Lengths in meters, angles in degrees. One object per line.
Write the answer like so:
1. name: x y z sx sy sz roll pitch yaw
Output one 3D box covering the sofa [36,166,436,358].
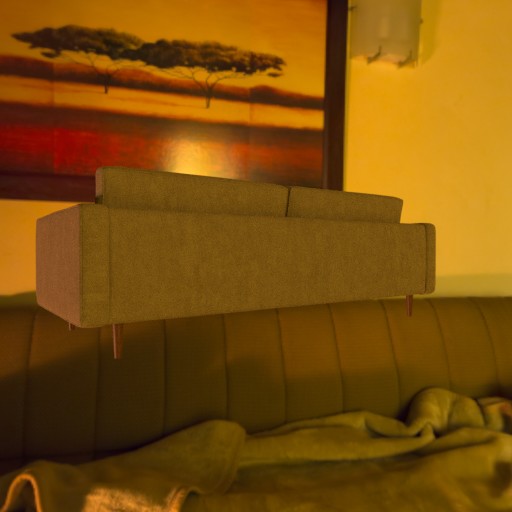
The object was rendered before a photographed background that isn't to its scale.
1. sofa: 0.000 0.000 2.564 2.200 0.770 0.919 -1 1 -35
